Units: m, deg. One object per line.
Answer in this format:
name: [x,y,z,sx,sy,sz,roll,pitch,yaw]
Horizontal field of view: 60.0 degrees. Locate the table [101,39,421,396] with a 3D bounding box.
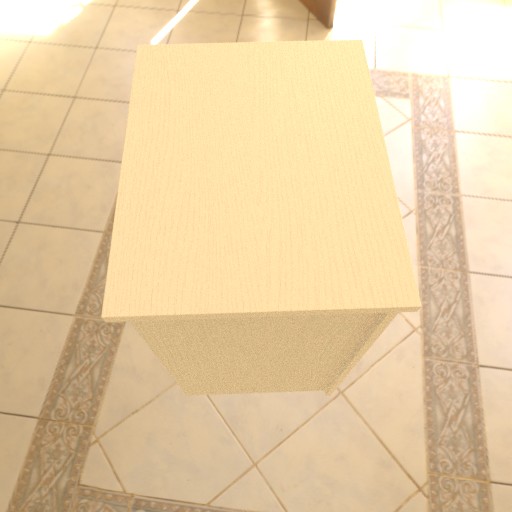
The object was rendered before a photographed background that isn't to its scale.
table: [0.000,0.000,0.915,0.381,0.635,0.480,-2,63,-1]
